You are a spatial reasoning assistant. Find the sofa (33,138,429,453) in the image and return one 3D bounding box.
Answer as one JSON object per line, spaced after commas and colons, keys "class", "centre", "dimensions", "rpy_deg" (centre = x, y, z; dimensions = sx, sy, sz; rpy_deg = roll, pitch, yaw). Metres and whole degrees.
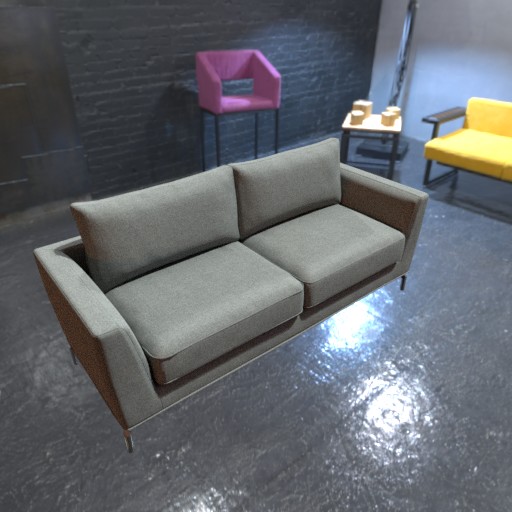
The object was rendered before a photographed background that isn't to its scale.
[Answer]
{"class": "sofa", "centre": [0.000, 0.000, 2.656], "dimensions": [2.212, 1.002, 0.869], "rpy_deg": [-22, 38, -32]}
